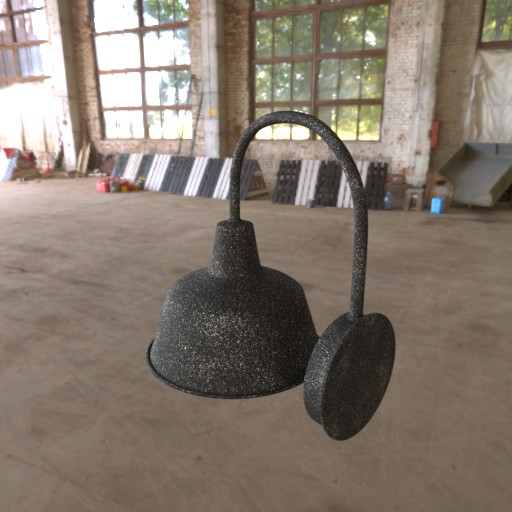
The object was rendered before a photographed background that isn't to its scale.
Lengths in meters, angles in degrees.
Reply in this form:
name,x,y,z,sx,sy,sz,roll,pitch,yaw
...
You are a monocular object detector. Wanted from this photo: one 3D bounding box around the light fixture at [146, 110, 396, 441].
name,x,y,z,sx,sy,sz,roll,pitch,yaw
light fixture,0.000,0.000,0.484,0.216,0.300,0.283,-15,22,-42
